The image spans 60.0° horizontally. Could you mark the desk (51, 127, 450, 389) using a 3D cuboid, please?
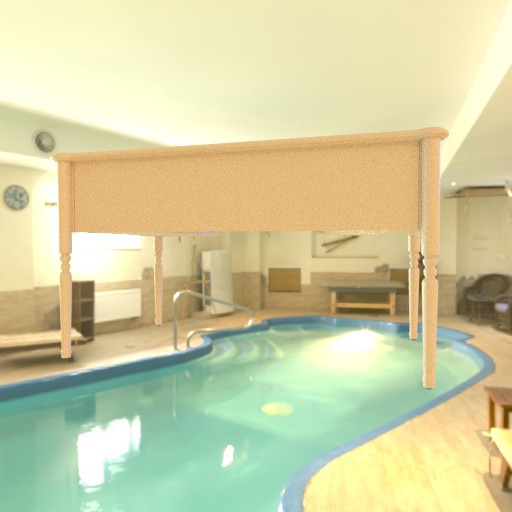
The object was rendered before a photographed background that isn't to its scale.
[{"bbox_3d":[0.000,0.000,1.826,1.380,0.762,0.807,0,1,16],"label":"desk"}]
